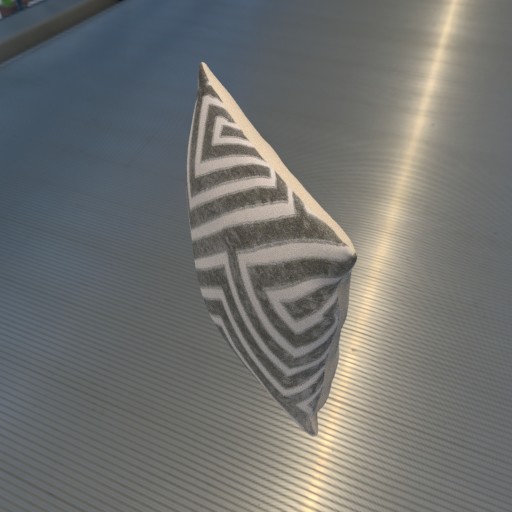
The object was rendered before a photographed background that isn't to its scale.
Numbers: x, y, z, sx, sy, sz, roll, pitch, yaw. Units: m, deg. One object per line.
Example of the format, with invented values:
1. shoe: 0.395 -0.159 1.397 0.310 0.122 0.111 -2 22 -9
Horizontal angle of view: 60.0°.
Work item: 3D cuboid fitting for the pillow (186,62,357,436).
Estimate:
1. pillow: 0.000 0.000 0.689 0.182 0.441 0.440 -18 49 -16
